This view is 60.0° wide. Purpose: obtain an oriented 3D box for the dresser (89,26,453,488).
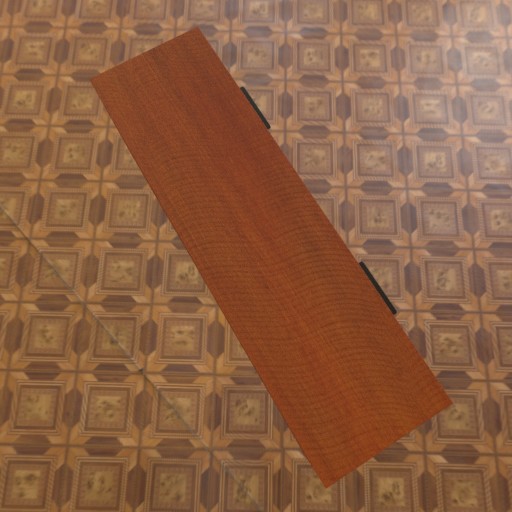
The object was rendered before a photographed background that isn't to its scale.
[{"bbox_3d":[0.000,0.000,1.820,0.464,0.810,1.536,-30,77,-8],"label":"dresser"}]
